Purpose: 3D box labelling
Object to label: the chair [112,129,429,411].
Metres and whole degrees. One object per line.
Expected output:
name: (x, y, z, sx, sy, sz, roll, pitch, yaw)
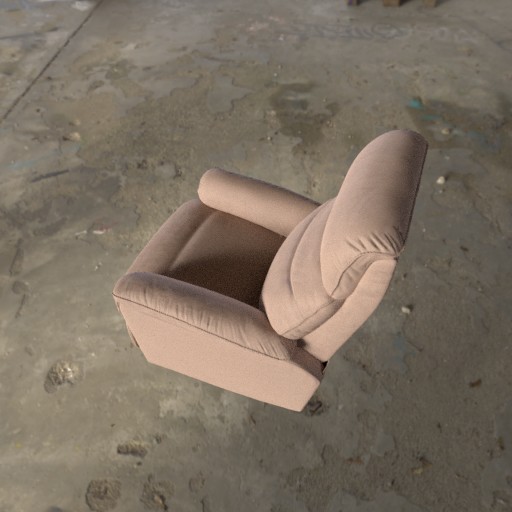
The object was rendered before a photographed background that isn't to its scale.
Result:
chair: (0.000, 0.000, 1.735, 1.004, 1.037, 0.820, 16, 48, 15)
